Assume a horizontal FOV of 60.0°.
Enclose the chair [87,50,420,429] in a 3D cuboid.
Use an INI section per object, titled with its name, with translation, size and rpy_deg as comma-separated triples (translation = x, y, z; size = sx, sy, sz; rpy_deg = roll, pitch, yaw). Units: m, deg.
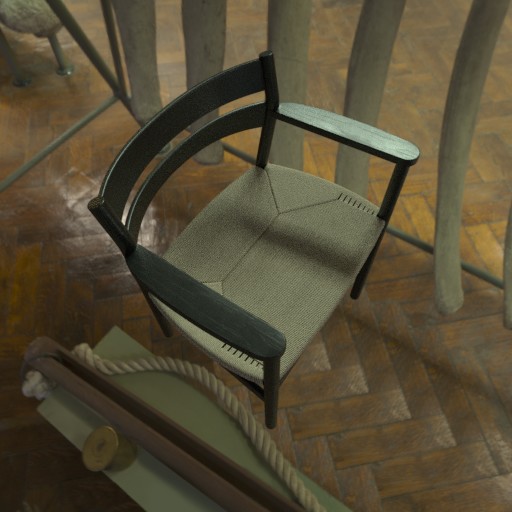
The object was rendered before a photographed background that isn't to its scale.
[chair]
translation = 0.000, 0.000, 1.180
size = 0.508, 0.775, 0.630
rpy_deg = 31, 63, 18
